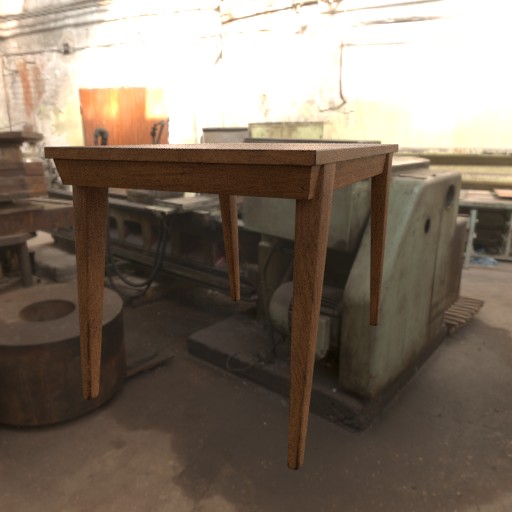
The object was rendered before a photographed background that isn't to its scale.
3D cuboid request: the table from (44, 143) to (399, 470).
[{"bbox_3d":[0.000,0.000,1.564,0.757,0.760,1.027,7,16,25],"label":"table"}]
